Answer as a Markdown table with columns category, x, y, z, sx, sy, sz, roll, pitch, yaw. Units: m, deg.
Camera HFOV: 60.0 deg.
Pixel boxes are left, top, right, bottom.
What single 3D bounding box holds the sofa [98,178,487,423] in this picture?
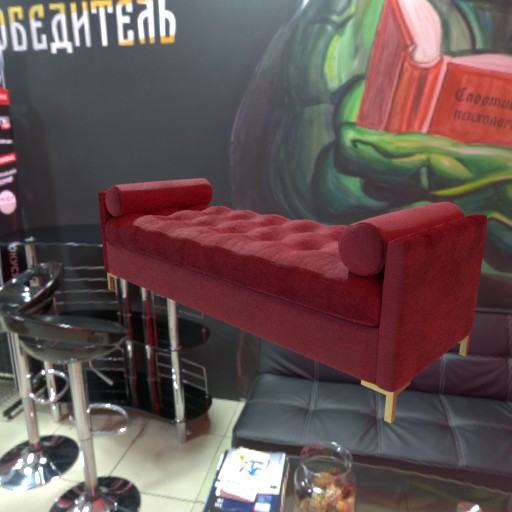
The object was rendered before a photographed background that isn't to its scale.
| category | x | y | z | sx | sy | sz | roll | pitch | yaw |
| --- | --- | --- | --- | --- | --- | --- | --- | --- | --- |
| sofa | 0.000 | 0.000 | 2.431 | 2.102 | 0.705 | 0.796 | 14 | 20 | 43 |
